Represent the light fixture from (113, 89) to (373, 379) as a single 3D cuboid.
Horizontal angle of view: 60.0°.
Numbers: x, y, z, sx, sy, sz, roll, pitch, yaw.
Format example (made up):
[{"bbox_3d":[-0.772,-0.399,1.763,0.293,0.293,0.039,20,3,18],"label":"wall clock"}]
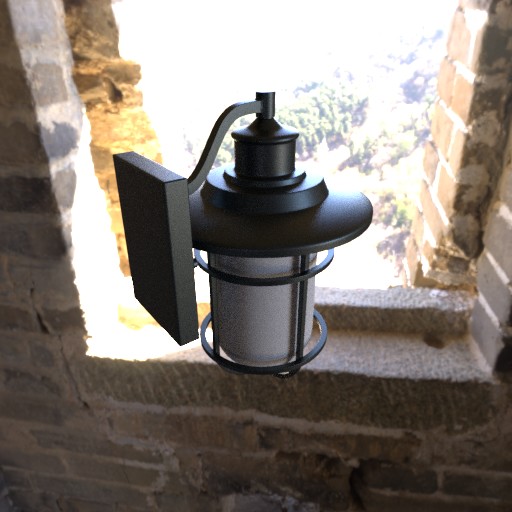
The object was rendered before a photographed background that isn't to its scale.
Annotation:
[{"bbox_3d":[0.000,0.000,0.492,0.252,0.345,0.222,-19,33,-32],"label":"light fixture"}]
